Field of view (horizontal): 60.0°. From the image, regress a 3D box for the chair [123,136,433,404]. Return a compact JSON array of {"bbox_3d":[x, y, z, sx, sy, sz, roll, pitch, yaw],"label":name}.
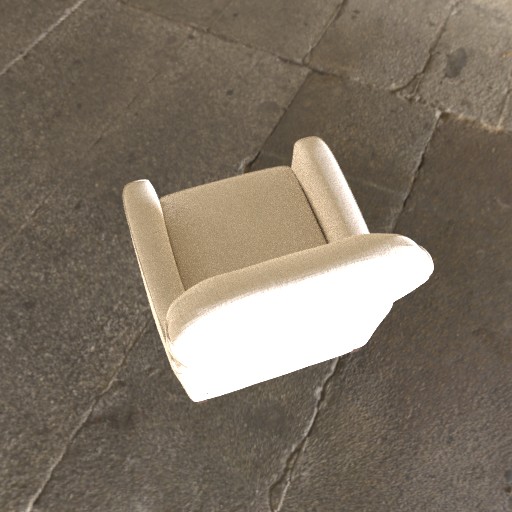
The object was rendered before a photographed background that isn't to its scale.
[{"bbox_3d":[0.000,0.000,1.650,0.841,1.028,0.858,-16,63,-9],"label":"chair"}]
